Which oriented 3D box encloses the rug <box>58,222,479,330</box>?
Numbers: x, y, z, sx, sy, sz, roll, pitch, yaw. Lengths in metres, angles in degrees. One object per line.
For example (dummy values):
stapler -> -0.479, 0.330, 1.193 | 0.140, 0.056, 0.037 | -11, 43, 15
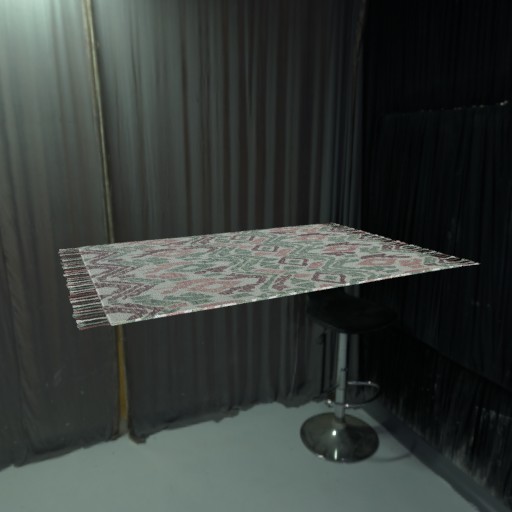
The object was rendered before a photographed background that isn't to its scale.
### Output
rug -> 0.000, 0.000, 2.288 | 1.829, 0.010, 1.219 | -7, 16, -25
